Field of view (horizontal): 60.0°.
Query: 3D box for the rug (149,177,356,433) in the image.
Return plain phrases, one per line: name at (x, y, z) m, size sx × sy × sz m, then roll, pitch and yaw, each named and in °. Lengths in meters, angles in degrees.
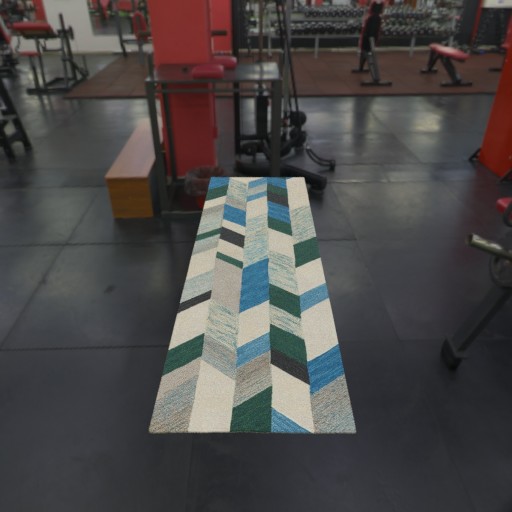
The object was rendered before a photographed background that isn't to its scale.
rug at (0.000, 0.000, 2.654) m, size 0.774 × 0.008 × 2.437 m, roll 0°, pitch 32°, yaw 1°
